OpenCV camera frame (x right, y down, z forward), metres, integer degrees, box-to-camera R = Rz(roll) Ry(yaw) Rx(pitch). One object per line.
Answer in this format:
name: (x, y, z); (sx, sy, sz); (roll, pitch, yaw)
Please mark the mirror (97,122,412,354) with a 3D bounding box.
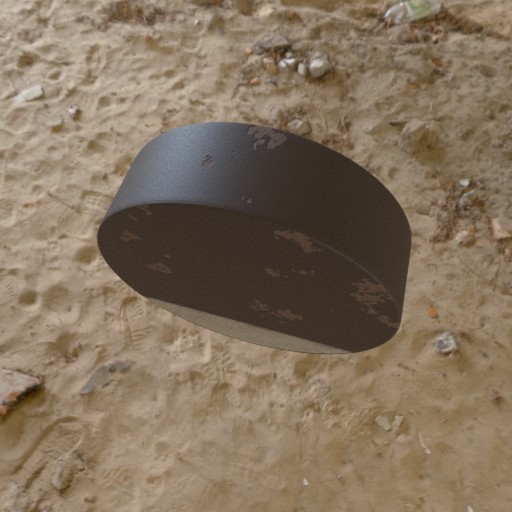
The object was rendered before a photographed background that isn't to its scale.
mirror: (0.000, 0.000, 0.592); (0.386, 0.386, 0.126); (14, 63, 7)
